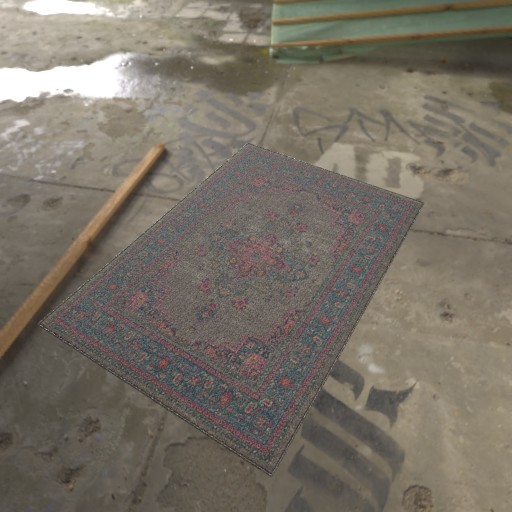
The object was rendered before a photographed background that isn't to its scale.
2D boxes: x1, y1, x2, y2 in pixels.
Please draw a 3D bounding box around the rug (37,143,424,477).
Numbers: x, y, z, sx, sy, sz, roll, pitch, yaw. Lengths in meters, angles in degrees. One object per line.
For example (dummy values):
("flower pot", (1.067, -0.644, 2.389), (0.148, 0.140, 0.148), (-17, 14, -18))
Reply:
("rug", (0.000, 0.000, 3.747), (2.005, 0.013, 2.890), (24, 51, 21))
